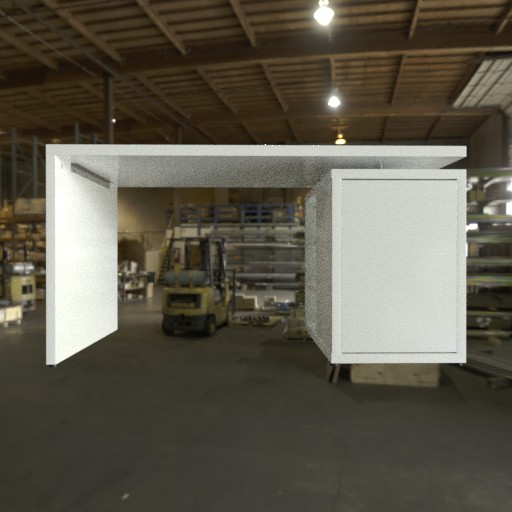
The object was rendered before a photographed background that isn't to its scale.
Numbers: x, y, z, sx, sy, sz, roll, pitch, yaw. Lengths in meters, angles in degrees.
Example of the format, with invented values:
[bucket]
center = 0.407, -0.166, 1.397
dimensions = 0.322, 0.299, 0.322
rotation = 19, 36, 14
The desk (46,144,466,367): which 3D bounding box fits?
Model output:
[desk]
center = 0.000, 0.000, 1.821
dimensions = 1.400, 0.740, 0.690
rotation = 0, 0, -1
